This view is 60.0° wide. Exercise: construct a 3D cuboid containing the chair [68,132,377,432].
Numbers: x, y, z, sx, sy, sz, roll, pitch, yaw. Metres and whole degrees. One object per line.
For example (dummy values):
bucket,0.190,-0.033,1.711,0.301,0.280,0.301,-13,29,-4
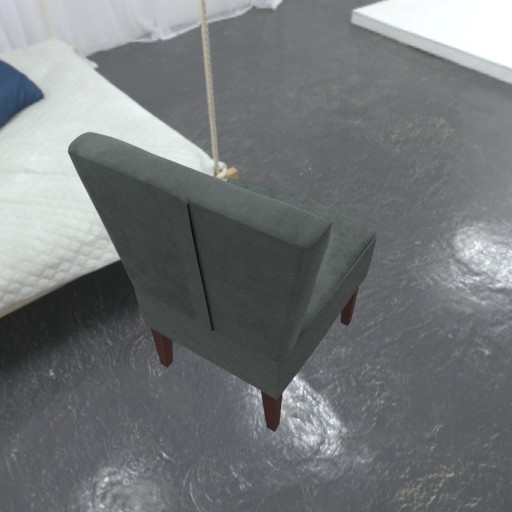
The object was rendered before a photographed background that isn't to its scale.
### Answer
chair,0.000,0.000,1.174,0.521,0.806,0.554,24,51,21
